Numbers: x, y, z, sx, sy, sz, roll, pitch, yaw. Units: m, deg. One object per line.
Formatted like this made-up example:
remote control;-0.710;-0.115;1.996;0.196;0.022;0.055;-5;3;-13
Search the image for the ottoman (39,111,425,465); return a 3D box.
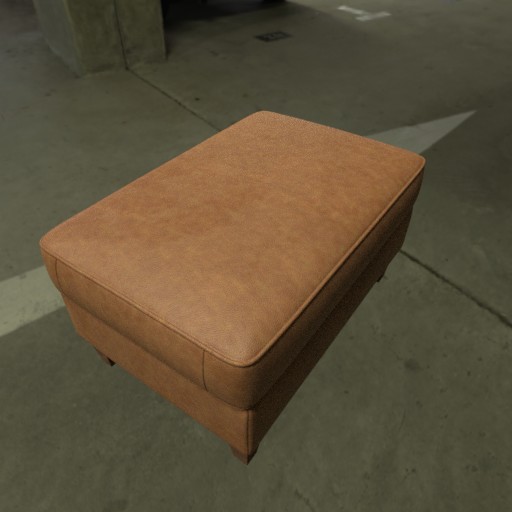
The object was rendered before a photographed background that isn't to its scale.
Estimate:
ottoman;0.000;0.000;1.185;0.584;0.483;0.864;25;47;26
